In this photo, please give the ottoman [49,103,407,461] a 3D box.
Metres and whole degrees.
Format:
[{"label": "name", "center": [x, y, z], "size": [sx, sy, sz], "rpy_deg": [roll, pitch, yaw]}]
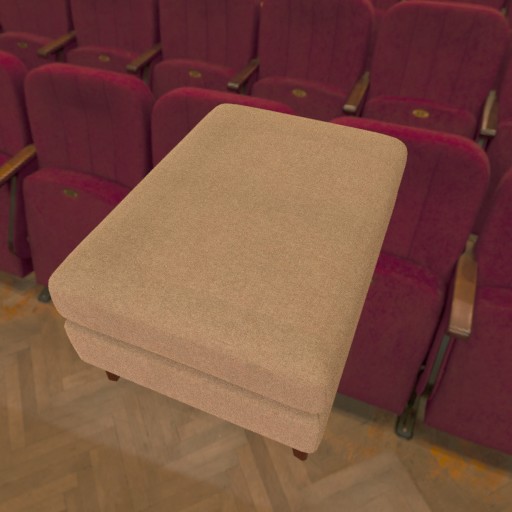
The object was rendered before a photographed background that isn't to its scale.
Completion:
[{"label": "ottoman", "center": [0.000, 0.000, 1.196], "size": [0.610, 0.478, 0.823], "rpy_deg": [17, 48, 15]}]
